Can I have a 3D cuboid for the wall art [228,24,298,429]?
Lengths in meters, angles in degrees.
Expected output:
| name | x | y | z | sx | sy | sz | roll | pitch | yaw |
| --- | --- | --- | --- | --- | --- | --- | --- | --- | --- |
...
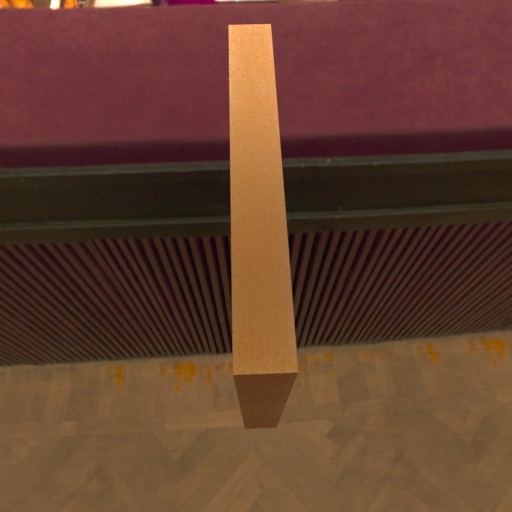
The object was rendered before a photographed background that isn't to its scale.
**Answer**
| name | x | y | z | sx | sy | sz | roll | pitch | yaw |
| --- | --- | --- | --- | --- | --- | --- | --- | --- | --- |
| wall art | 0.000 | 0.000 | 0.460 | 0.038 | 0.305 | 0.306 | -2 | 63 | -1 |
